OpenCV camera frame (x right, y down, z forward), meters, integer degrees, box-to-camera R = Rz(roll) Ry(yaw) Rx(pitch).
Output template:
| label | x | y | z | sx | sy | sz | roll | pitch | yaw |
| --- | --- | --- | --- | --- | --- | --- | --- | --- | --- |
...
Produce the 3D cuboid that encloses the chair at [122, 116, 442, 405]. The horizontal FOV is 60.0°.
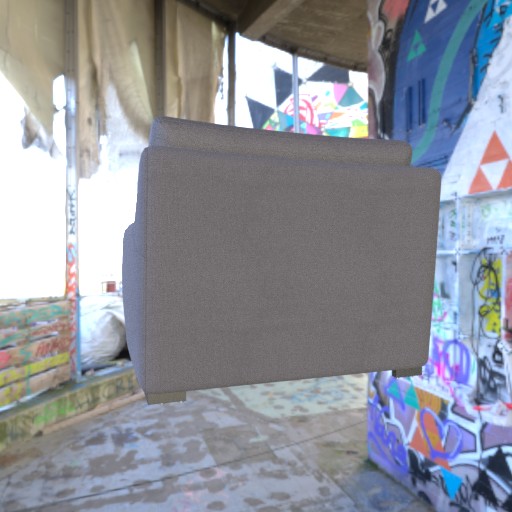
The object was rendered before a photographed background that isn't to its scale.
| label | x | y | z | sx | sy | sz | roll | pitch | yaw |
| --- | --- | --- | --- | --- | --- | --- | --- | --- | --- |
| chair | 0.000 | 0.000 | 2.007 | 1.168 | 0.940 | 1.143 | 0 | 0 | -19 |
